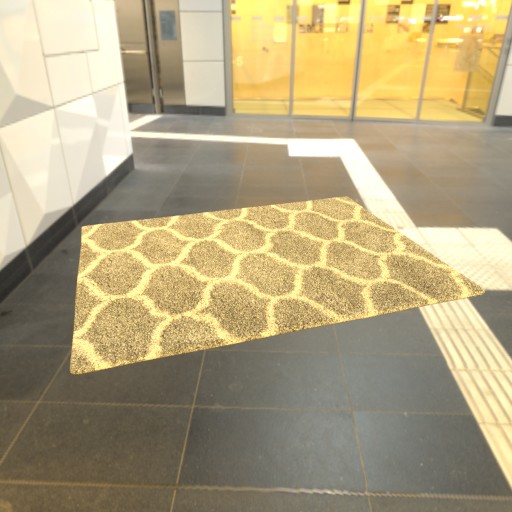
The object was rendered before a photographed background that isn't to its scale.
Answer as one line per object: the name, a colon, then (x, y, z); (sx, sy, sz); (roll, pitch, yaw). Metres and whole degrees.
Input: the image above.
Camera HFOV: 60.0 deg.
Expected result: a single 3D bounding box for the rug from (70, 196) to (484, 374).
rug: (0.000, 0.000, 2.106); (1.600, 0.025, 1.200); (-8, 28, -16)
